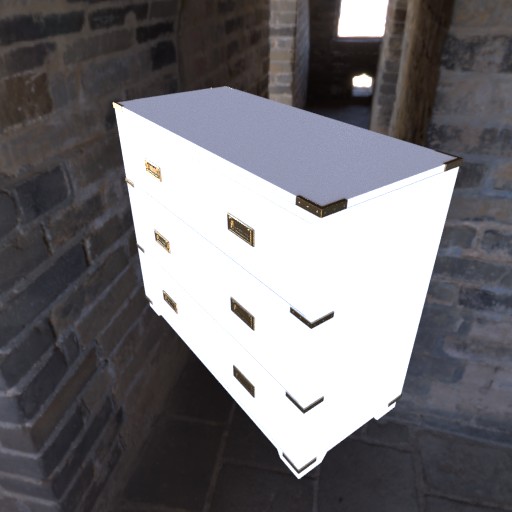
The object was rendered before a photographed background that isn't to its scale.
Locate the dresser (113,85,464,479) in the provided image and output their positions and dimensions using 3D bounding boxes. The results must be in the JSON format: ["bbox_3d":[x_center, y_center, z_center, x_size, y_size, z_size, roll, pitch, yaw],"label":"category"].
[{"bbox_3d":[0.000,0.000,1.513,0.460,0.891,1.022,-22,38,-30],"label":"dresser"}]
